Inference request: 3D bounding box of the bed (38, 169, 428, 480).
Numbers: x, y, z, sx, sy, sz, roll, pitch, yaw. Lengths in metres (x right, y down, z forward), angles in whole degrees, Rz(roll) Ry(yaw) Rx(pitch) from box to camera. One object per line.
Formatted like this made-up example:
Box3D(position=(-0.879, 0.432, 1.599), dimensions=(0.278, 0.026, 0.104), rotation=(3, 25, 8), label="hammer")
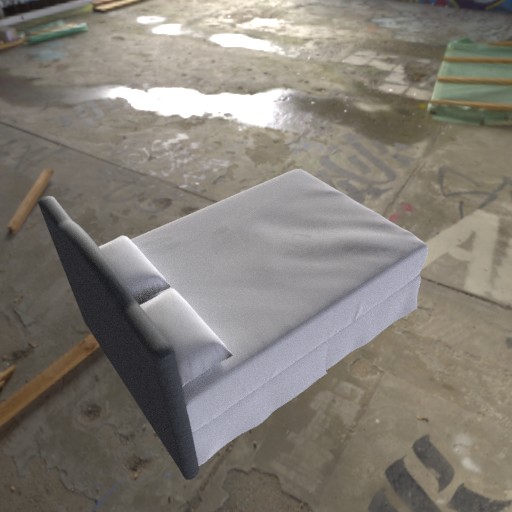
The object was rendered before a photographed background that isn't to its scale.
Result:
Box3D(position=(0.000, 0.000, 3.520), dimensions=(2.507, 1.441, 1.747), rotation=(-28, 48, -28), label="bed")
